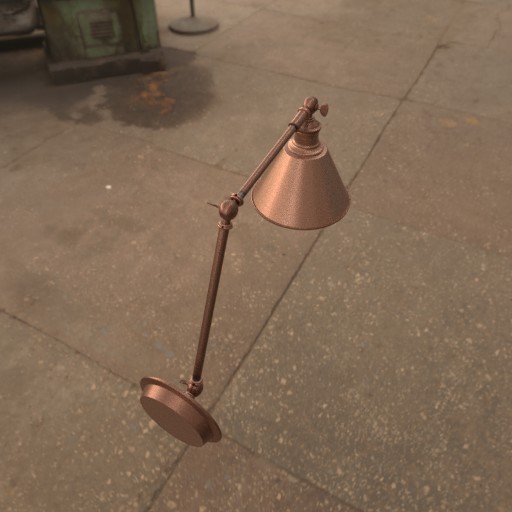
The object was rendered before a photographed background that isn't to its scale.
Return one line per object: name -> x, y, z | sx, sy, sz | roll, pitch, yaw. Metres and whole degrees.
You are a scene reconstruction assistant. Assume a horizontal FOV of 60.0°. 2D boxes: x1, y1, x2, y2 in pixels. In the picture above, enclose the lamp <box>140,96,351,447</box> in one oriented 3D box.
lamp -> 0.000, 0.000, 0.889 | 0.223, 0.502, 0.624 | 22, 49, 21
